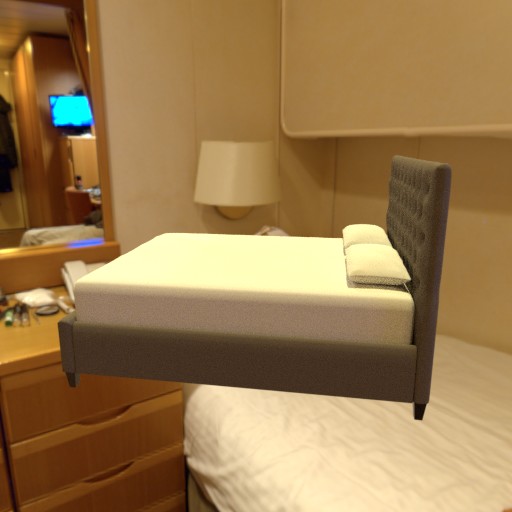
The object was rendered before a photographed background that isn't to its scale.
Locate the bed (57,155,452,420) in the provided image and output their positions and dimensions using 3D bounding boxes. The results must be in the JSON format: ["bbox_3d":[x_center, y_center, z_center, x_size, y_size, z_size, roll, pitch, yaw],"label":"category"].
[{"bbox_3d":[0.000,0.000,3.286,2.233,1.426,1.696,2,14,9],"label":"bed"}]
